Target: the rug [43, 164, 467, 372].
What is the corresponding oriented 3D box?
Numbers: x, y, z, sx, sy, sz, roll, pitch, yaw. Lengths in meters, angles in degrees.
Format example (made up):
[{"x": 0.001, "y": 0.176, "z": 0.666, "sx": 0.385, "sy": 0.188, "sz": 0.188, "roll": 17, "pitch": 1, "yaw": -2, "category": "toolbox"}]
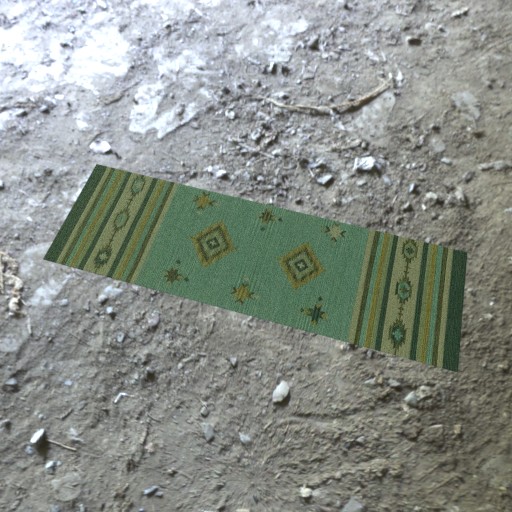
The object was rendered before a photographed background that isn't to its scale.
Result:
[{"x": 0.000, "y": 0.000, "z": 2.668, "sx": 2.441, "sy": 0.010, "sz": 0.744, "roll": 14, "pitch": 64, "yaw": 7, "category": "rug"}]
